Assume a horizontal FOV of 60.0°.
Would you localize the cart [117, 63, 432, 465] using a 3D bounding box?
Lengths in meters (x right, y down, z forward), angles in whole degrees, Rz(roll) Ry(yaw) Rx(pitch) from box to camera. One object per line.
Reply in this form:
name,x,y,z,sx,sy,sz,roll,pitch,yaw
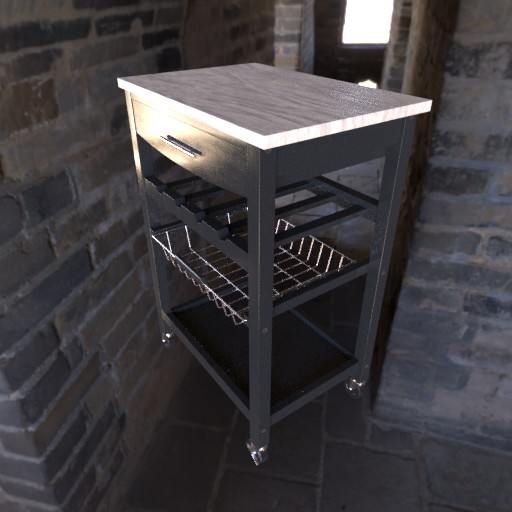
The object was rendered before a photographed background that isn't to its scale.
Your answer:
cart,0.000,0.000,1.160,0.403,0.839,0.584,-21,37,-30
